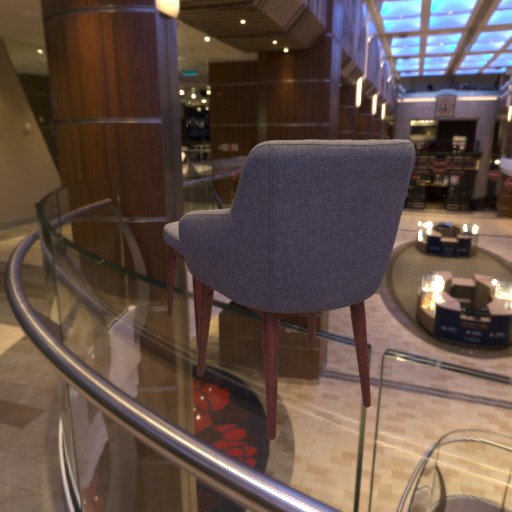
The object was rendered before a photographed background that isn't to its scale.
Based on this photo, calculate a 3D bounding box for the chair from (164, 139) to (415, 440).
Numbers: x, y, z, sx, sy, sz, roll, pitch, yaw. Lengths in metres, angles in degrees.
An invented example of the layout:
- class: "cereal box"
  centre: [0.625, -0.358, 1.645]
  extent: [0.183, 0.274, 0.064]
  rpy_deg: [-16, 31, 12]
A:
- class: "chair"
  centre: [0.000, 0.000, 1.559]
  extent: [0.584, 0.799, 1.107]
  rpy_deg: [-8, 17, -26]
